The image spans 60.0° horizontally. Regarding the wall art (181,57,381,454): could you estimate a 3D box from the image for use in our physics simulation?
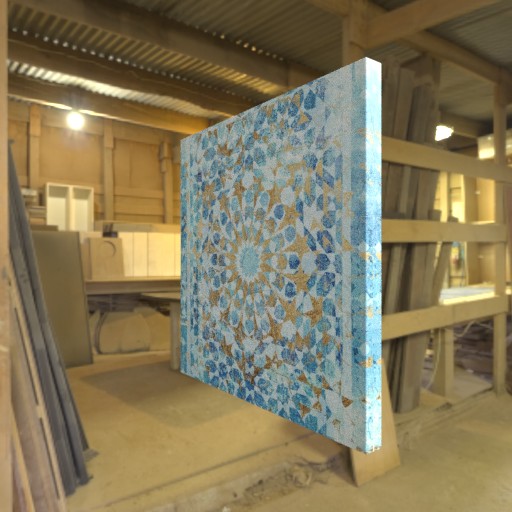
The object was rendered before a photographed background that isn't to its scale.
[{"bbox_3d":[0.000,0.000,0.932,0.040,0.609,0.609,0,0,-37],"label":"wall art"}]
